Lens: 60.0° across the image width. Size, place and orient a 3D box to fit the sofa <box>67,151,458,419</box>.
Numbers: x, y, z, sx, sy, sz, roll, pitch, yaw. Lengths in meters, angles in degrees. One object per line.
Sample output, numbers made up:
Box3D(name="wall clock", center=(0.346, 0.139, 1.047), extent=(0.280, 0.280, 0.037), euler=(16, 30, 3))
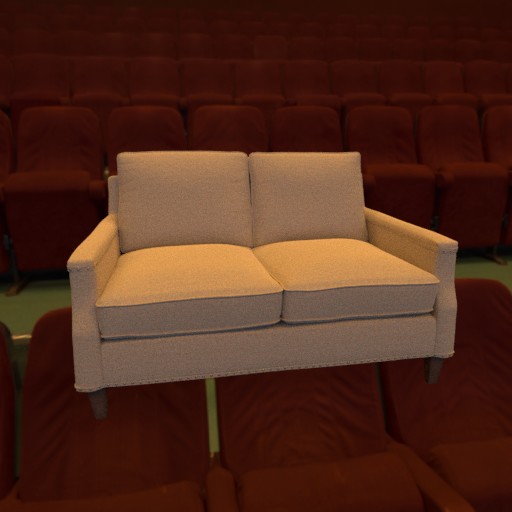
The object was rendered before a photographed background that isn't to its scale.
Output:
Box3D(name="sofa", center=(0.000, 0.000, 2.216), extent=(1.597, 1.003, 1.084), euler=(-3, 16, -10))
